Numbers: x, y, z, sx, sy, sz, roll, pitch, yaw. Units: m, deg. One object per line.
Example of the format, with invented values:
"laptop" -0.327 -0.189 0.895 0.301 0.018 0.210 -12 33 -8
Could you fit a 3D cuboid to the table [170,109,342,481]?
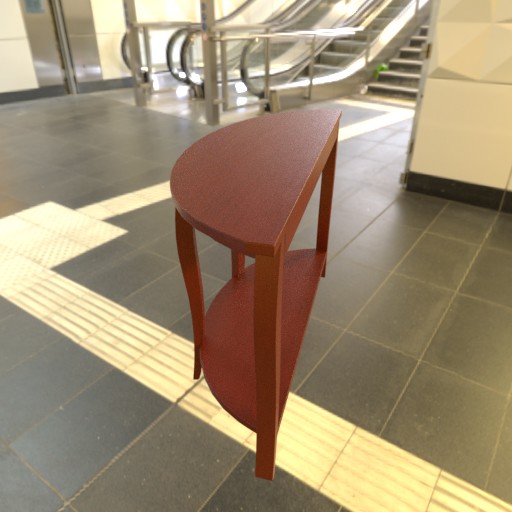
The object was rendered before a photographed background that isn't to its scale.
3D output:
"table" 0.000 0.000 1.566 0.405 0.779 1.219 8 31 13
